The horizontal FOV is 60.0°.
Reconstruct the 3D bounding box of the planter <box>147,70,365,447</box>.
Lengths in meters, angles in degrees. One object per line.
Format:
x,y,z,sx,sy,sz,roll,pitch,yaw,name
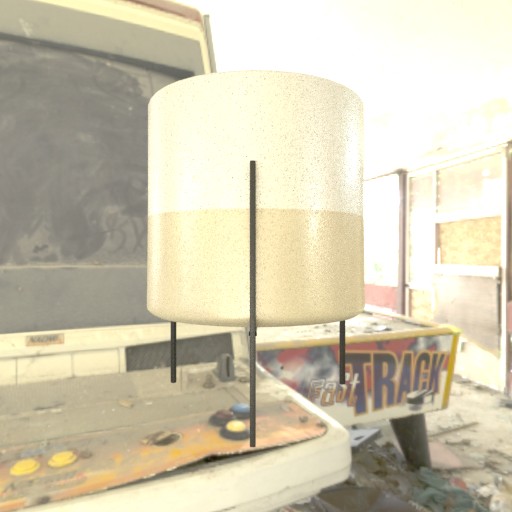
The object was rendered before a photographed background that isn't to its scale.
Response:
0.000,0.000,0.745,0.359,0.484,0.368,0,0,1,planter
